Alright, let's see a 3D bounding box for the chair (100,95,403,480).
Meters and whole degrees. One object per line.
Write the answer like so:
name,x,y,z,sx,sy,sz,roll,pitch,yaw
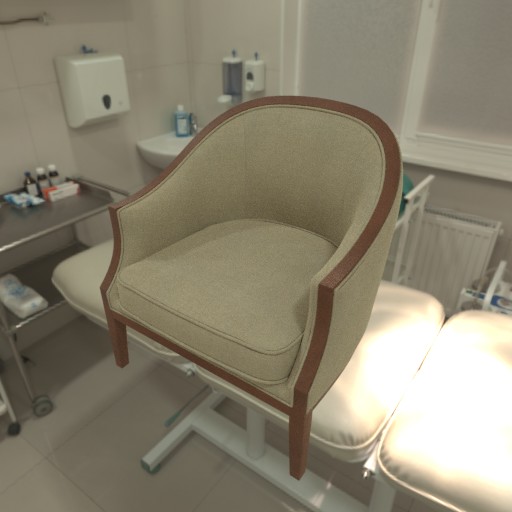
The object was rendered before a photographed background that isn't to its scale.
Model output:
chair,0.000,0.000,1.438,0.803,0.876,0.735,20,36,30
